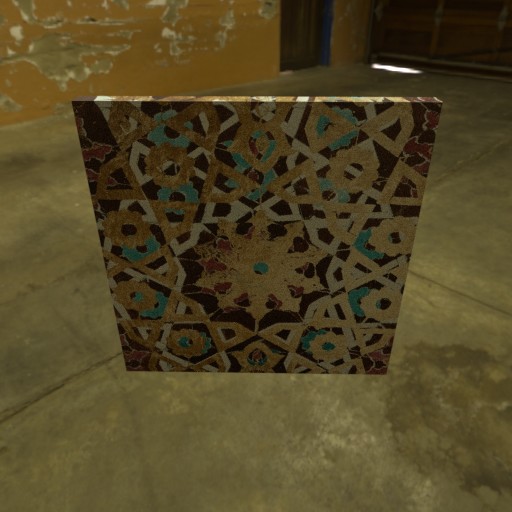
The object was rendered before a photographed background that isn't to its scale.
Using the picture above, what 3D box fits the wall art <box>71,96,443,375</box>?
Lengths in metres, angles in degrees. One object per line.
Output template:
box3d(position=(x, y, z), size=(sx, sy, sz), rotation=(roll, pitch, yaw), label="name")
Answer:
box3d(position=(0.000, 0.000, 0.899), size=(0.609, 0.613, 0.041), rotation=(1, 31, 1), label="wall art")
